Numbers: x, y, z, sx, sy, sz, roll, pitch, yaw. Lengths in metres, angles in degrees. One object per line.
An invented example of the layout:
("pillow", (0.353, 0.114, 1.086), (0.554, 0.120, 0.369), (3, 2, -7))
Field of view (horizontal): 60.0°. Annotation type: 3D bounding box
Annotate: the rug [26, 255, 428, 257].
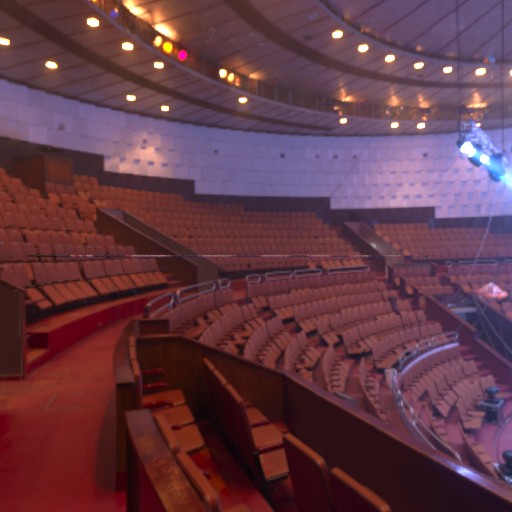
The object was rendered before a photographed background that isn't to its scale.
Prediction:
("rug", (0.000, 0.000, 2.736), (2.440, 0.009, 0.760), (0, 0, -35))
